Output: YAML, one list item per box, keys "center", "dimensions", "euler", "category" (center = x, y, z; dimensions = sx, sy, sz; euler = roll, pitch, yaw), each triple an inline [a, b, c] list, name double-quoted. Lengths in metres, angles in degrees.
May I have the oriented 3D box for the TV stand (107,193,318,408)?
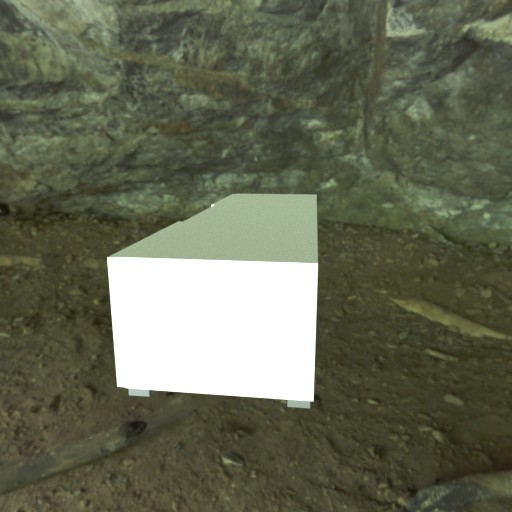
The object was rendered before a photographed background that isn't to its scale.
- center: [0.000, 0.000, 1.573]
  dimensions: [0.420, 0.310, 1.400]
  euler: [2, 13, 7]
  category: "TV stand"
